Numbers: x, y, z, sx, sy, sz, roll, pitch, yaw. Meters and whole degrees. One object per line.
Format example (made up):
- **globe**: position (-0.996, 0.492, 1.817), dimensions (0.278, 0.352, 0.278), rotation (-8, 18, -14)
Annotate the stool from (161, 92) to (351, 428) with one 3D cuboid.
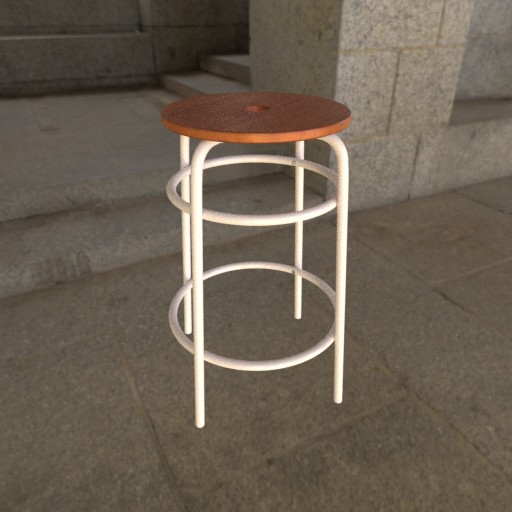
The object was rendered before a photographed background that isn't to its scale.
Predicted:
- **stool**: position (0.000, 0.000, 0.944), dimensions (0.455, 0.610, 0.455), rotation (18, 34, 28)
